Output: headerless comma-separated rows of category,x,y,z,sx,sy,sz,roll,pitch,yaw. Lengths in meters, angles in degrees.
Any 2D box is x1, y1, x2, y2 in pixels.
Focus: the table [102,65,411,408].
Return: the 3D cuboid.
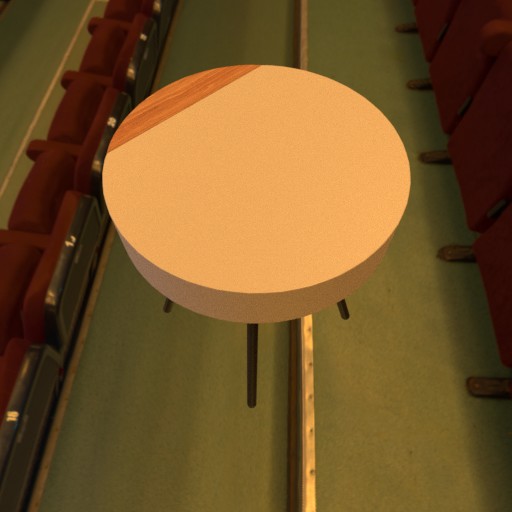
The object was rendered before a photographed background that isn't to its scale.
table,0.000,0.000,0.854,0.450,0.525,0.450,0,58,0
